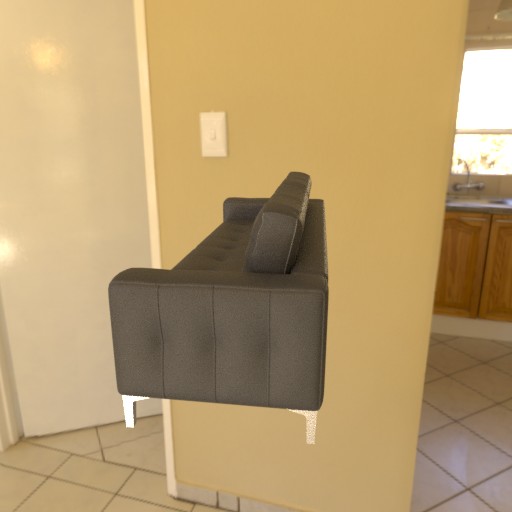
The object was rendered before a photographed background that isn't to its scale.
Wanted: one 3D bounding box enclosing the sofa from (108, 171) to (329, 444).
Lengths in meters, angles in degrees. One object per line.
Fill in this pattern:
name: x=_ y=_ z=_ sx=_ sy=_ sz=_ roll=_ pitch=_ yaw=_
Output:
sofa: x=0.000 y=0.000 z=2.708 sx=0.833 sy=0.893 sz=2.275 roll=2 pitch=16 yaw=8
